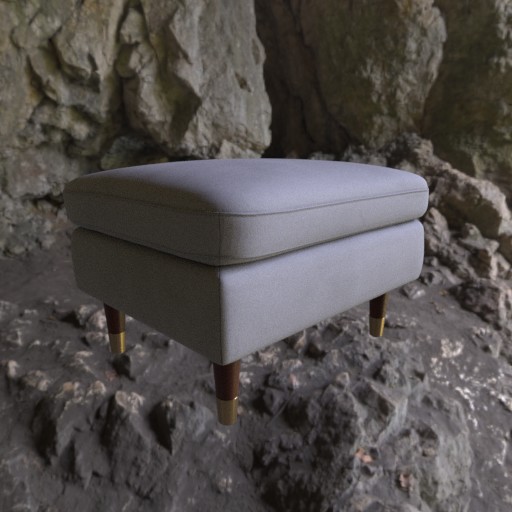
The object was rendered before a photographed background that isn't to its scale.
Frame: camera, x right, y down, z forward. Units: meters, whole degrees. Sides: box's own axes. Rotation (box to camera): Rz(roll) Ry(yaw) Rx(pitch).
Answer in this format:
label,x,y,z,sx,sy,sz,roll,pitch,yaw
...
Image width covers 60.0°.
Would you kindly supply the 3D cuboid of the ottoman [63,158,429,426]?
label,x,y,z,sx,sy,sz,roll,pitch,yaw
ottoman,0.000,0.000,1.120,0.593,0.478,0.747,14,20,43
